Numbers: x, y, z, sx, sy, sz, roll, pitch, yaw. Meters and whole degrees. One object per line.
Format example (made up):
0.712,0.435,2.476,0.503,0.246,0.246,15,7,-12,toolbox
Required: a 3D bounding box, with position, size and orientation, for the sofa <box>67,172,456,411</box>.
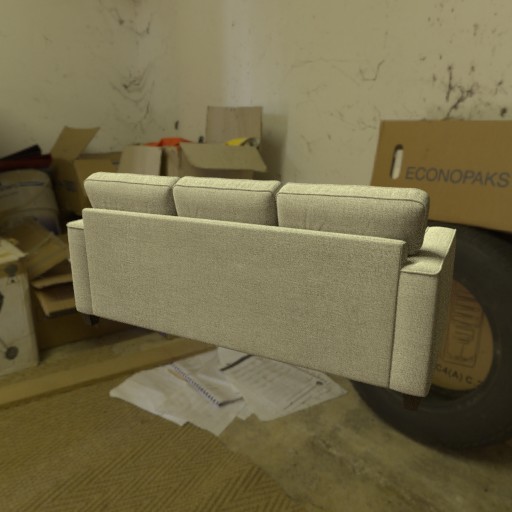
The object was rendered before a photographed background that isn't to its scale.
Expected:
0.000,0.000,2.640,2.133,0.965,0.939,8,17,26,sofa
